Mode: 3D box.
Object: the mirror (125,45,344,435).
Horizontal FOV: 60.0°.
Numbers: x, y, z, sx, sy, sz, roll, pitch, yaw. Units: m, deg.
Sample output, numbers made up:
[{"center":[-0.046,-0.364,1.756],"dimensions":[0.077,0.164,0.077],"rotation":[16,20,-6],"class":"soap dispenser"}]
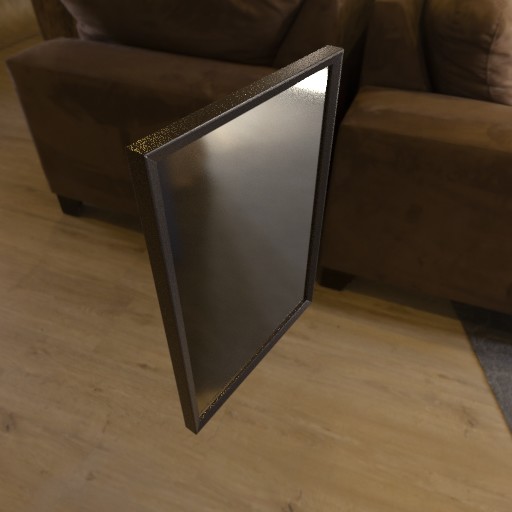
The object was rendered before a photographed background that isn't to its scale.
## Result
[{"center":[0.000,0.000,0.932],"dimensions":[0.039,0.710,0.507],"rotation":[26,48,26],"class":"mirror"}]
